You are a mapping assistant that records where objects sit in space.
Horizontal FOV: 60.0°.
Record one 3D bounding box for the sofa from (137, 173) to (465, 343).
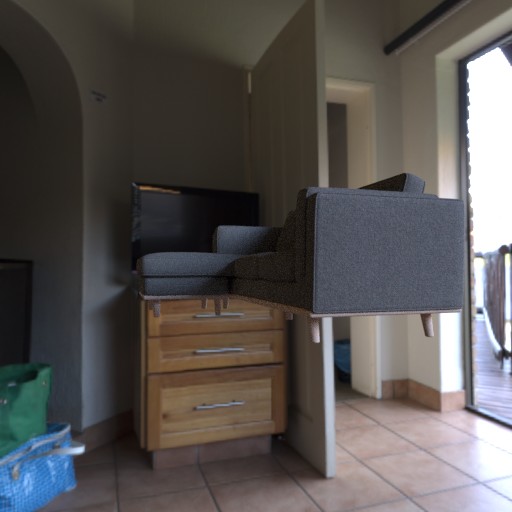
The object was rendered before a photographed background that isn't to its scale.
[{"bbox_3d":[0.000,0.000,3.198,1.604,0.929,2.411,1,-2,-17],"label":"sofa"}]
